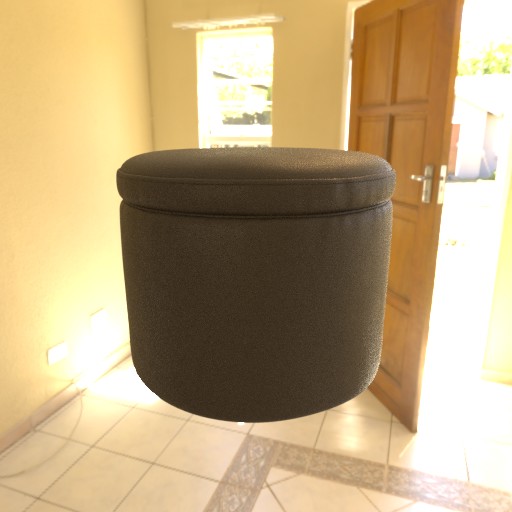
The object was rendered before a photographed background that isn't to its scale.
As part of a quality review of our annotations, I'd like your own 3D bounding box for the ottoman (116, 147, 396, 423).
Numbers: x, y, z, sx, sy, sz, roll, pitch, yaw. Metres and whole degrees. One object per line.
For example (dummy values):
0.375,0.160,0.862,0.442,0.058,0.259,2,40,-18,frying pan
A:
0.000,0.000,0.867,0.500,0.409,0.500,0,15,0,ottoman
